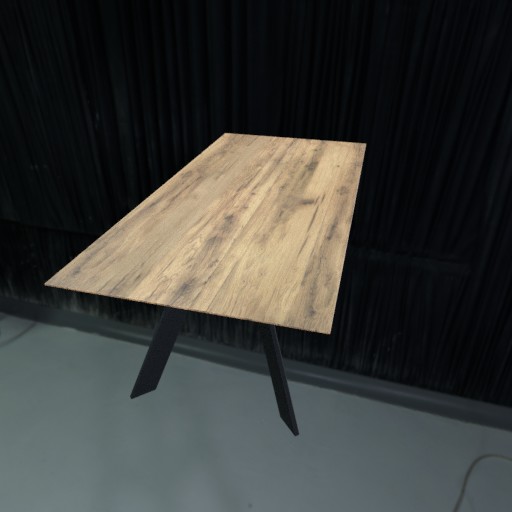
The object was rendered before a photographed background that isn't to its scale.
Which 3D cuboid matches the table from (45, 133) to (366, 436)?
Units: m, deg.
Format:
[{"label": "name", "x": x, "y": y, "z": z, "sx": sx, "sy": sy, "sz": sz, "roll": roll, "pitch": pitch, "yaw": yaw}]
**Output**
[{"label": "table", "x": 0.000, "y": 0.000, "z": 2.471, "sx": 1.000, "sy": 0.770, "sz": 2.000, "roll": 8, "pitch": 32, "yaw": 13}]
